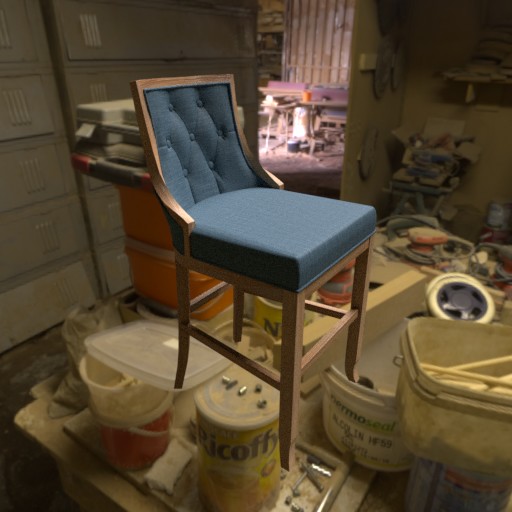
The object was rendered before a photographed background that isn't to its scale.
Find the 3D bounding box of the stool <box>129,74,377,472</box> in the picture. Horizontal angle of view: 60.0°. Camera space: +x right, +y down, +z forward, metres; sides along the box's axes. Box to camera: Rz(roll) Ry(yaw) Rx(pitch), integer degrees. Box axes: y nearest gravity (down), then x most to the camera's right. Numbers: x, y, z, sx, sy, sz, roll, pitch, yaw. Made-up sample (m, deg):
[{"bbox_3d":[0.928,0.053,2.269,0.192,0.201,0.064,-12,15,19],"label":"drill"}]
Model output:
[{"bbox_3d":[0.000,0.000,1.487,0.626,1.101,0.524,17,30,32],"label":"stool"}]
